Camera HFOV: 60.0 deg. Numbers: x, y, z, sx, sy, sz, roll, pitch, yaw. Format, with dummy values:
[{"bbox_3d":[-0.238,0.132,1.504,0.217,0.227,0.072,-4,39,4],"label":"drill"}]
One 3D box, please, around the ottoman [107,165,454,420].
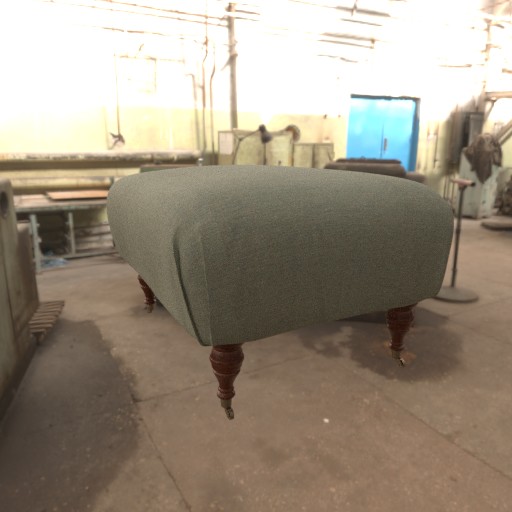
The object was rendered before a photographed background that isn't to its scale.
[{"bbox_3d":[0.000,0.000,1.127,0.622,0.450,0.747,-7,16,-26],"label":"ottoman"}]
